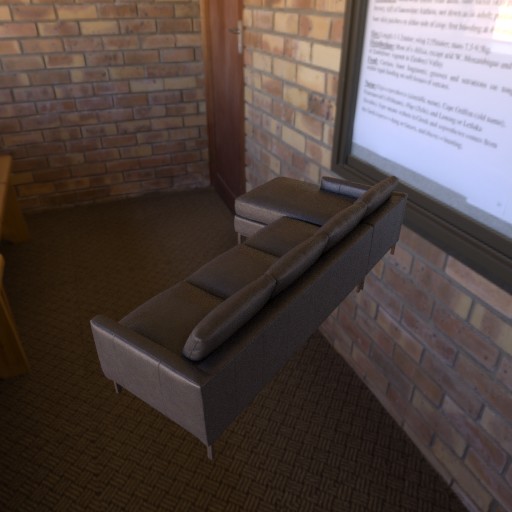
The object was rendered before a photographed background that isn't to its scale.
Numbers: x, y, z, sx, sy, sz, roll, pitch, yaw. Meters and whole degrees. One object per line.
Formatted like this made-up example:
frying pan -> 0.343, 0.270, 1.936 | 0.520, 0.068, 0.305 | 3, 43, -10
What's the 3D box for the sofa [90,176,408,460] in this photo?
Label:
sofa -> 0.000, 0.000, 3.683 | 1.471, 0.859, 2.993 | 20, 36, 30
